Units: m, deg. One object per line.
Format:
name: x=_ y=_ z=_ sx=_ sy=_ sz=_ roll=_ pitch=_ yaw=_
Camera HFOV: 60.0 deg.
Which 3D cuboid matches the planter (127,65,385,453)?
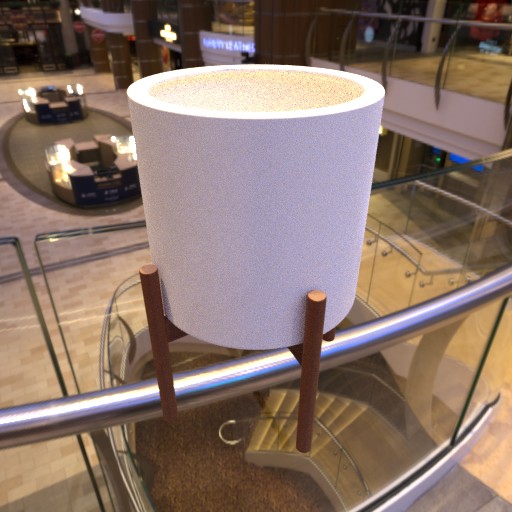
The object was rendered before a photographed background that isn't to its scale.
planter: x=0.000 y=0.000 z=0.913 sx=0.417 sy=0.670 sz=0.417 roll=8 pitch=33 yaw=13
